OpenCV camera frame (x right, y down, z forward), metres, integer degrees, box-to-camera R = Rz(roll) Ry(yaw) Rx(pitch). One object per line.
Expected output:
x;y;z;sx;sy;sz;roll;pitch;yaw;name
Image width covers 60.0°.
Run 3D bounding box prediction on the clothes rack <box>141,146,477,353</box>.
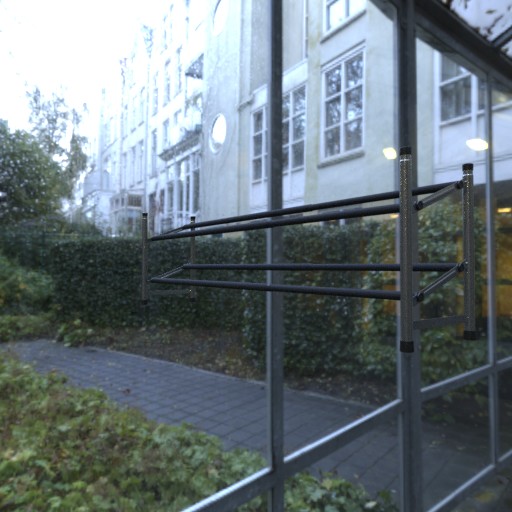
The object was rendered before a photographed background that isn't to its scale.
0.000;0.000;1.278;0.229;0.349;1.168;1;-2;-36;clothes rack
